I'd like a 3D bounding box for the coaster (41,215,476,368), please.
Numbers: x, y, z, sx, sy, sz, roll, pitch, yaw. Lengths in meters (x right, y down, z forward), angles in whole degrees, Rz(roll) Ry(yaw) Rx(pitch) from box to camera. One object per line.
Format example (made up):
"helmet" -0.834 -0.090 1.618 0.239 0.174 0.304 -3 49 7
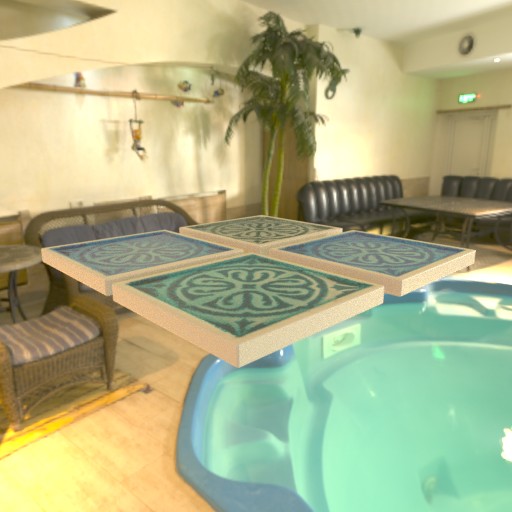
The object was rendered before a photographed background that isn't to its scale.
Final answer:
"coaster" 0.000 0.000 0.312 0.219 0.010 0.214 -13 19 -42
